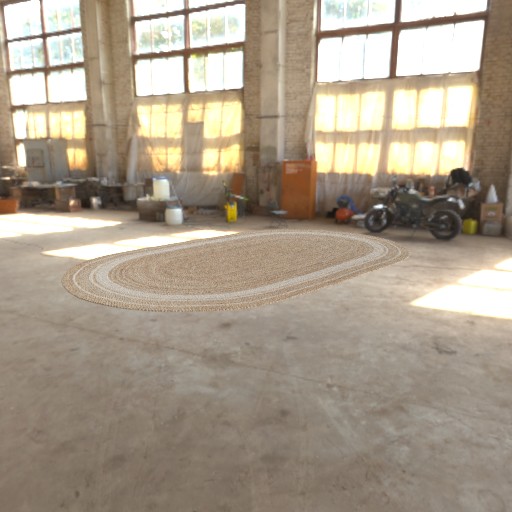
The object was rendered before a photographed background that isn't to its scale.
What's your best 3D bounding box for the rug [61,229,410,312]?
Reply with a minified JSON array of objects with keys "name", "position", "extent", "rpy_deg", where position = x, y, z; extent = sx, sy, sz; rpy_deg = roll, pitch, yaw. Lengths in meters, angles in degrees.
[{"name":"rug","position":[0.000,0.000,2.939],"extent":[2.432,0.006,1.520],"rpy_deg":[-12,18,-43]}]
